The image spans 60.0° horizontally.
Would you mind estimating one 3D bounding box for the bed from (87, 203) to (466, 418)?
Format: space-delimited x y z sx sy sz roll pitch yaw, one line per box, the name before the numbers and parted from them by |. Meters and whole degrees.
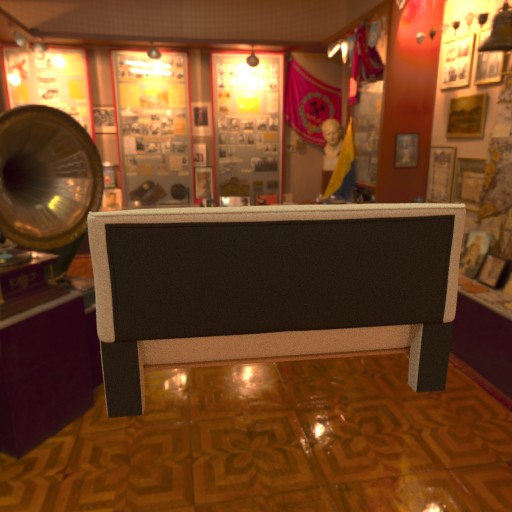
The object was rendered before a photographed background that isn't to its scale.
bed | 0.000 0.000 3.507 1.980 1.126 2.498 -2 15 -8
